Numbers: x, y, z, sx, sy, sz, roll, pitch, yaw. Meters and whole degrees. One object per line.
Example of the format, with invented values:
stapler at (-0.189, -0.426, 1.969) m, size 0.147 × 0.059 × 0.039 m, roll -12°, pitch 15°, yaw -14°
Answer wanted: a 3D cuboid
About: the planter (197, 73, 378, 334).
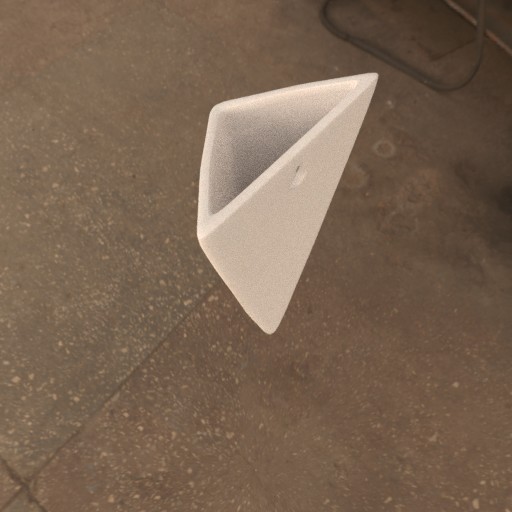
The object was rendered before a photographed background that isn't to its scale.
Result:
planter at (0.000, 0.000, 0.387) m, size 0.065 × 0.338 × 0.143 m, roll 39°, pitch 70°, yaw 17°
